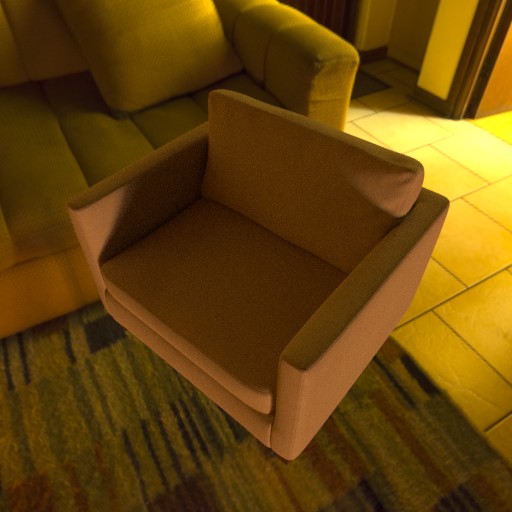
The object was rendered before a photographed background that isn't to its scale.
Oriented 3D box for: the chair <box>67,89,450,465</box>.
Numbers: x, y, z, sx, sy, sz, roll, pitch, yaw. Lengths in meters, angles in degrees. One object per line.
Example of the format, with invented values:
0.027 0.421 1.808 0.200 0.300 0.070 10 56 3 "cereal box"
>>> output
0.000 0.000 1.790 1.107 0.961 0.959 31 53 26 "chair"
